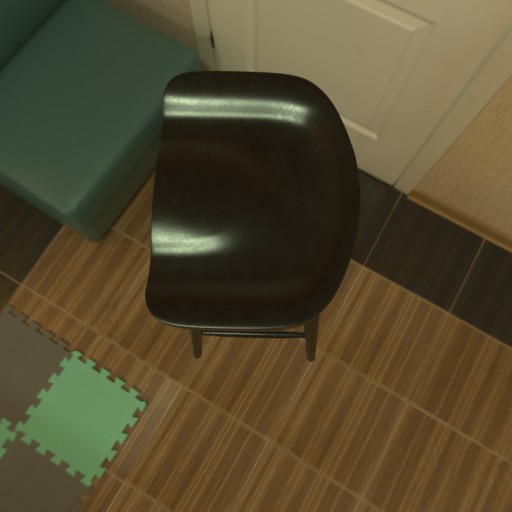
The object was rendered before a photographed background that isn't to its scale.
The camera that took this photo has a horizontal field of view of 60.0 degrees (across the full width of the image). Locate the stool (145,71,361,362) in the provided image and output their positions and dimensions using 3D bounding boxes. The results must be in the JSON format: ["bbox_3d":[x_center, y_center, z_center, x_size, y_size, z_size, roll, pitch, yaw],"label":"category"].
[{"bbox_3d":[0.000,0.000,1.003,0.361,0.749,0.440,1,75,0],"label":"stool"}]
